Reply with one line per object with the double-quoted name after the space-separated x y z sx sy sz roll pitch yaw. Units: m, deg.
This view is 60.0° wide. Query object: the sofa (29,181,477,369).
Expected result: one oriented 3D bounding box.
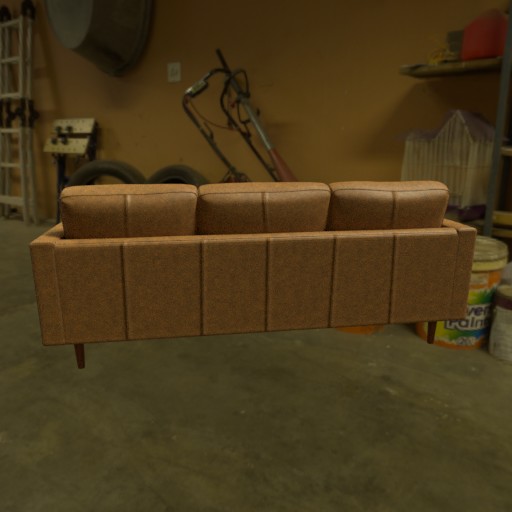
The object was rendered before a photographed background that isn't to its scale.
0.000 0.000 2.663 2.231 0.930 0.903 -2 15 -8 "sofa"
